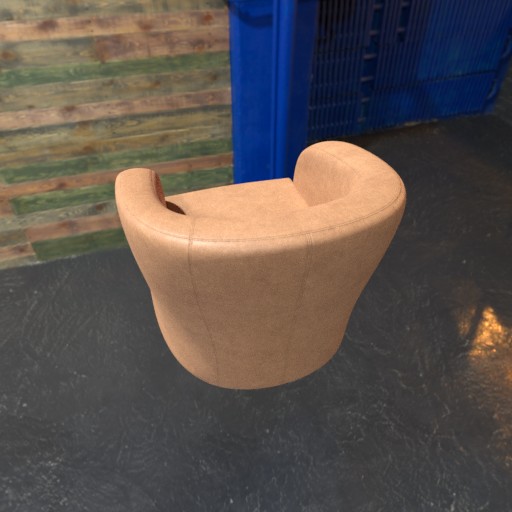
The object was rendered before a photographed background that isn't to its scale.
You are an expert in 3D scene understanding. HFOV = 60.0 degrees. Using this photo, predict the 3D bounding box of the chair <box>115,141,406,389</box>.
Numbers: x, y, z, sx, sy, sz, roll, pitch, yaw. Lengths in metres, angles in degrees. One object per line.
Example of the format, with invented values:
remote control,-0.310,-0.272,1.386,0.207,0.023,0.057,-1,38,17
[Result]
chair,0.000,0.000,1.462,0.791,0.771,0.815,-11,42,-12
